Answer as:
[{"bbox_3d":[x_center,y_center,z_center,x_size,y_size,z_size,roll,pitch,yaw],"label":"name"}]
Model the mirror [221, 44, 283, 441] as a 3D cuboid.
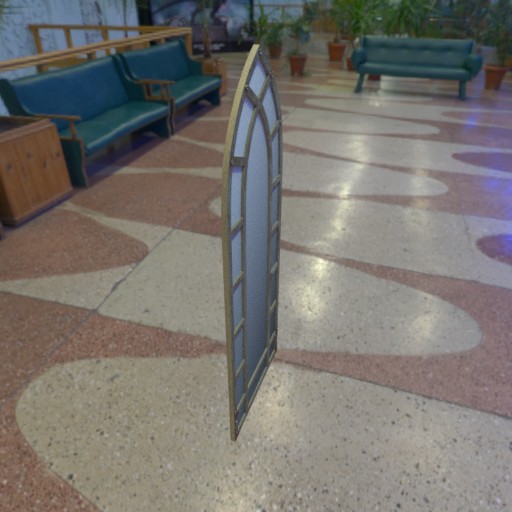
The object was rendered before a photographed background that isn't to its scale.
[{"bbox_3d":[0.000,0.000,1.358,0.025,1.175,0.464,11,33,17],"label":"mirror"}]
